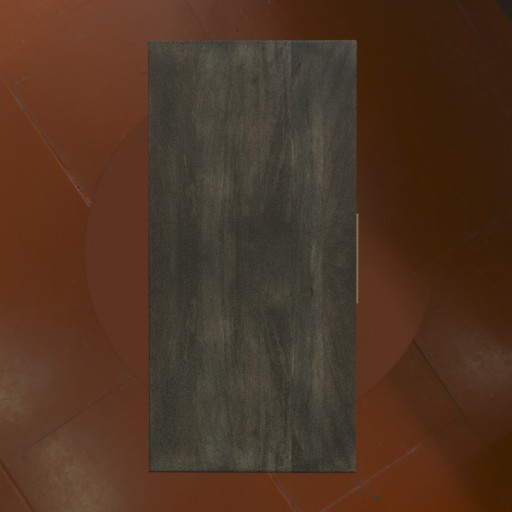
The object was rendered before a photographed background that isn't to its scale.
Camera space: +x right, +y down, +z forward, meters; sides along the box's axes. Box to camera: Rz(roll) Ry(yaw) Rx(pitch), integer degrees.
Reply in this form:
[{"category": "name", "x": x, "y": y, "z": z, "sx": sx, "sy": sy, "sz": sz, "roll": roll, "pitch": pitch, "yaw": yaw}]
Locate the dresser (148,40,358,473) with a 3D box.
[{"category": "dresser", "x": 0.000, "y": 0.000, "z": 1.347, "sx": 0.453, "sy": 0.801, "sz": 0.923, "roll": 0, "pitch": 90, "yaw": 0}]
